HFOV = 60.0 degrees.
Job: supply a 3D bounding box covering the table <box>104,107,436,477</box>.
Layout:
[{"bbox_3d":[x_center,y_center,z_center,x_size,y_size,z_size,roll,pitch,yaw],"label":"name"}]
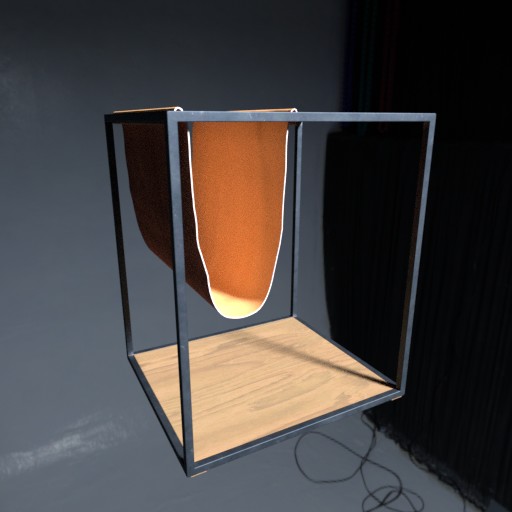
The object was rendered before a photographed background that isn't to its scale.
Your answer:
[{"bbox_3d":[0.000,0.000,0.862,0.450,0.536,0.399,-9,19,-27],"label":"table"}]
